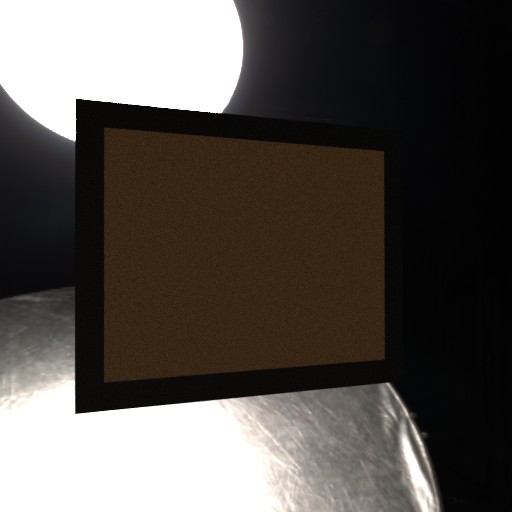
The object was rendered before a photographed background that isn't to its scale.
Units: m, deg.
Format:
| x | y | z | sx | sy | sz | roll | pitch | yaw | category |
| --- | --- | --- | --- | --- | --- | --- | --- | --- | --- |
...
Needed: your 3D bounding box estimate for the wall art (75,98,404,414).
| x | y | z | sx | sy | sz | roll | pitch | yaw | category |
| --- | --- | --- | --- | --- | --- | --- | --- | --- | --- |
| 0.000 | 0.000 | 0.742 | 0.561 | 0.460 | 0.028 | 0 | 0 | -18 | wall art |
